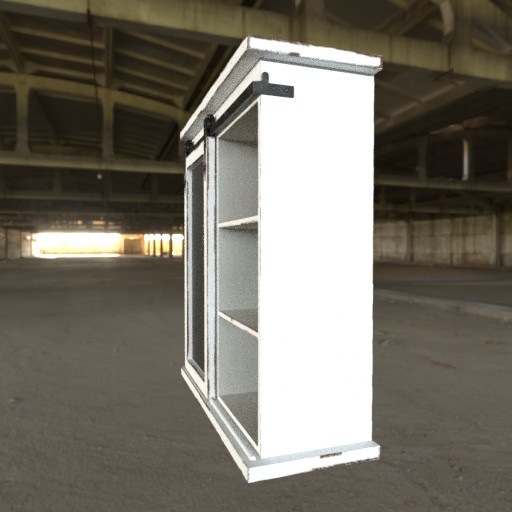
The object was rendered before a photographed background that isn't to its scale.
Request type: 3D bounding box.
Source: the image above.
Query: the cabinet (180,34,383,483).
[{"bbox_3d":[0.000,0.000,0.884,0.210,0.603,0.541,0,1,-19],"label":"cabinet"}]
